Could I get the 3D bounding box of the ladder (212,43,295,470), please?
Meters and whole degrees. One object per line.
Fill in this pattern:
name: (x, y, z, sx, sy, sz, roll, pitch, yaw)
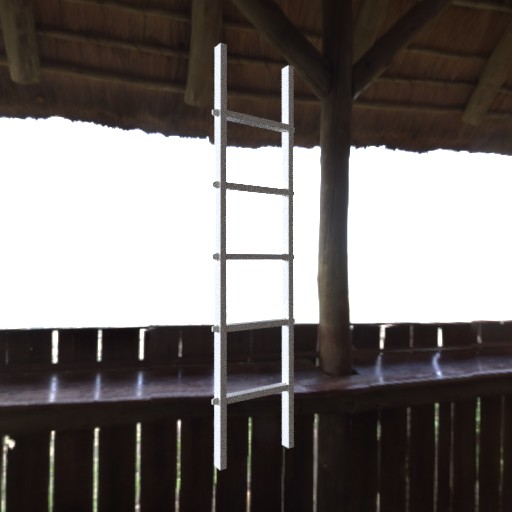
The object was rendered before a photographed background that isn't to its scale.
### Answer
ladder: (0.000, 0.000, 2.000, 0.452, 1.797, 0.051, 0, -1, -36)
